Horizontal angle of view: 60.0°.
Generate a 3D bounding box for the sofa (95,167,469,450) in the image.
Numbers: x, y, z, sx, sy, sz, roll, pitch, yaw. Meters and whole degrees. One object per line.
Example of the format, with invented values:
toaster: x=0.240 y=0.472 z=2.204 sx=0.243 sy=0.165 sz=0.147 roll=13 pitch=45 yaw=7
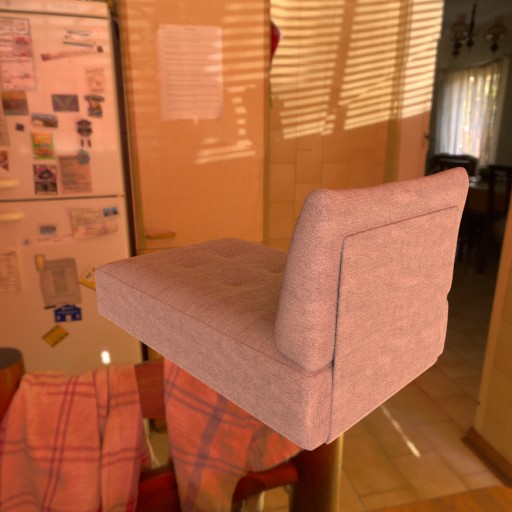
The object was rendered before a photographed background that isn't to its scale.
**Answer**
sofa: x=0.000 y=0.000 z=1.993 sx=0.930 sy=0.820 sz=1.450 roll=-15 pitch=22 yaw=-41
